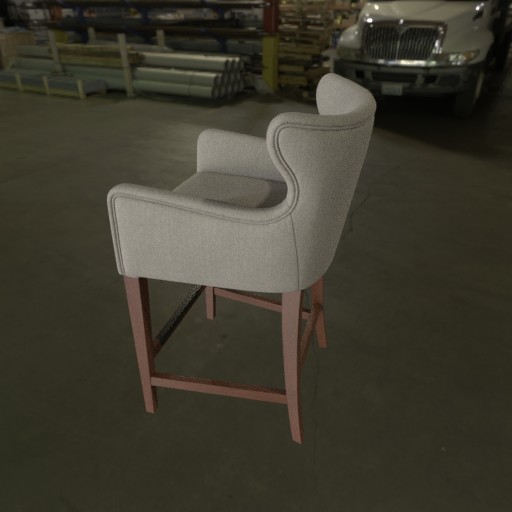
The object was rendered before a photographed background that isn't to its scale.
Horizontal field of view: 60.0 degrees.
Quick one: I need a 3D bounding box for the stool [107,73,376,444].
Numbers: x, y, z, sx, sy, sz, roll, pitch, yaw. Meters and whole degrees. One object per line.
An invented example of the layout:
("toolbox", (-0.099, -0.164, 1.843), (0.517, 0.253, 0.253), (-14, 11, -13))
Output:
("stool", (0.000, 0.000, 1.310), (0.575, 0.951, 0.575), (9, 31, 15))
